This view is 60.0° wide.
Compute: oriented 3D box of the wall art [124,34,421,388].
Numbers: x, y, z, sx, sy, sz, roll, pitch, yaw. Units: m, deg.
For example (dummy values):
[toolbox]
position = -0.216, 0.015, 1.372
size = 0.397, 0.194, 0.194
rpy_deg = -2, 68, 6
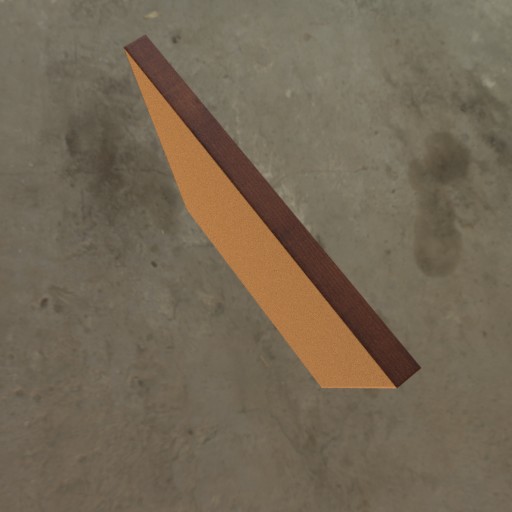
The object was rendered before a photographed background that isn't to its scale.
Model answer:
[wall art]
position = 0.000, 0.000, 0.816
size = 0.037, 0.572, 0.554
rpy_deg = -35, 77, -10
